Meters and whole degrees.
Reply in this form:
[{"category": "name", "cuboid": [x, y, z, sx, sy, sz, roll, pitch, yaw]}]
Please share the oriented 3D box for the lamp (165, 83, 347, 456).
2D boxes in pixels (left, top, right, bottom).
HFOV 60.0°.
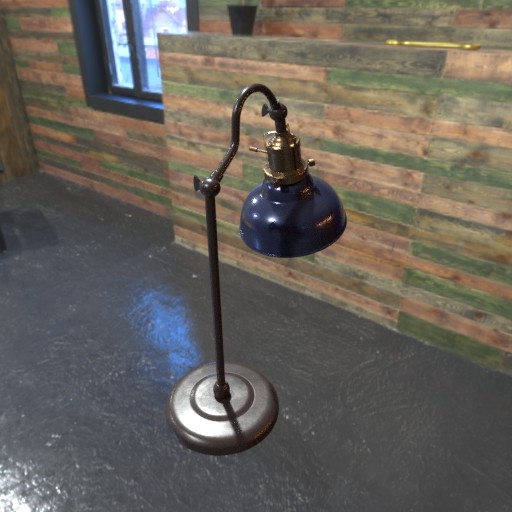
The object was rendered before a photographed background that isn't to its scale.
[{"category": "lamp", "cuboid": [0.000, 0.000, 0.694, 0.192, 0.508, 0.374, 21, 36, 33]}]
